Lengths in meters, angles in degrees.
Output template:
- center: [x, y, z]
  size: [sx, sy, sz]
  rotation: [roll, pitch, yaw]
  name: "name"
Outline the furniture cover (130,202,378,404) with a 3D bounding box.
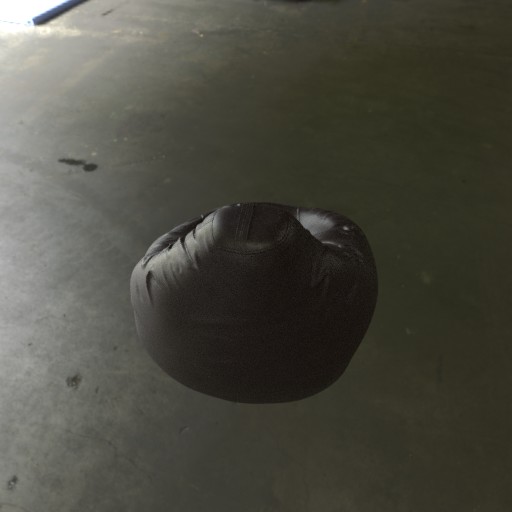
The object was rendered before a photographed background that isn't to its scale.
- center: [0.000, 0.000, 1.927]
  size: [1.070, 0.990, 1.070]
  rotation: [2, 47, 2]
  name: "furniture cover"
